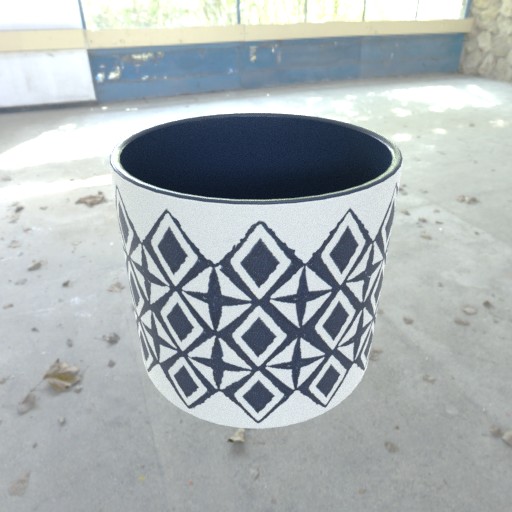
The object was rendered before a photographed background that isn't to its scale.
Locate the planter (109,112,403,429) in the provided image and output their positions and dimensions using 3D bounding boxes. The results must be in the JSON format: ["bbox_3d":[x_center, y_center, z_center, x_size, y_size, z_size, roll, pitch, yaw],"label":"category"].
[{"bbox_3d":[0.000,0.000,0.400,0.224,0.203,0.224,0,31,0],"label":"planter"}]
